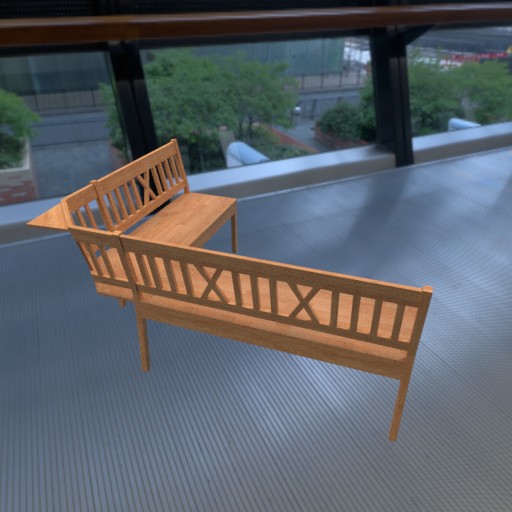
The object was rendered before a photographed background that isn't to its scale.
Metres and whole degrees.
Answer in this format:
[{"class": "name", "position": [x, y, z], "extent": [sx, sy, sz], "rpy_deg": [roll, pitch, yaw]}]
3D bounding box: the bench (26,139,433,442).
[{"class": "bench", "position": [0.000, 0.000, 2.767], "extent": [1.937, 0.902, 1.537], "rpy_deg": [10, 31, 17]}]
